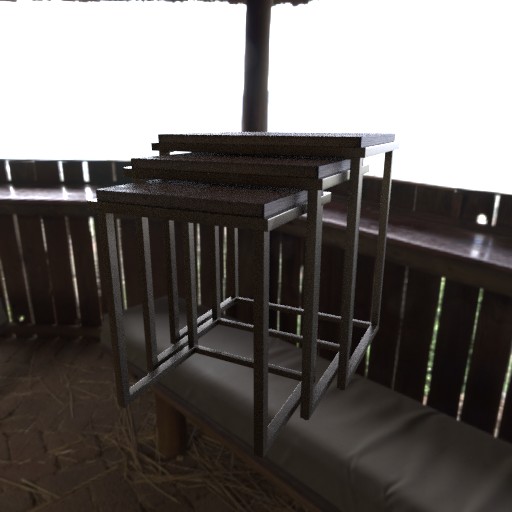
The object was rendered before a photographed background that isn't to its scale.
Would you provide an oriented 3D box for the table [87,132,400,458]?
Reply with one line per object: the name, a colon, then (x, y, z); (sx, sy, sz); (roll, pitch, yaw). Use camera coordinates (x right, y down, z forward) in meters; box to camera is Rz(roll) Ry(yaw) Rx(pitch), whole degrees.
table: (0.000, 0.000, 1.156); (0.559, 0.610, 0.706); (8, 19, 26)
